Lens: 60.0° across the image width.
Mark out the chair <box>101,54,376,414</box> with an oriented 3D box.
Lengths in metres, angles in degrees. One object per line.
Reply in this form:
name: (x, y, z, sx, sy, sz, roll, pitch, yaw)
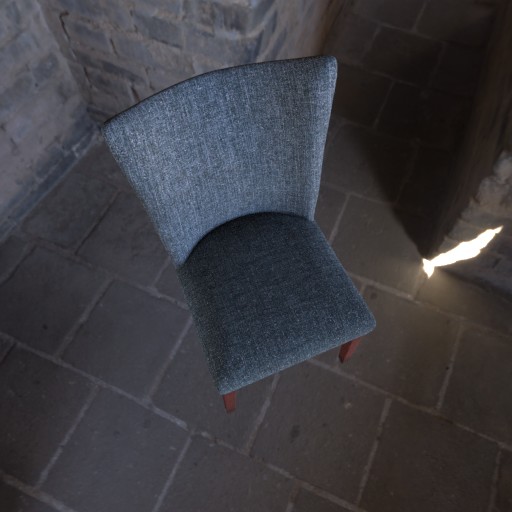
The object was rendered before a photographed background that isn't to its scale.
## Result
chair: (0.000, 0.000, 1.273, 0.535, 0.924, 0.623, -21, 65, -10)
